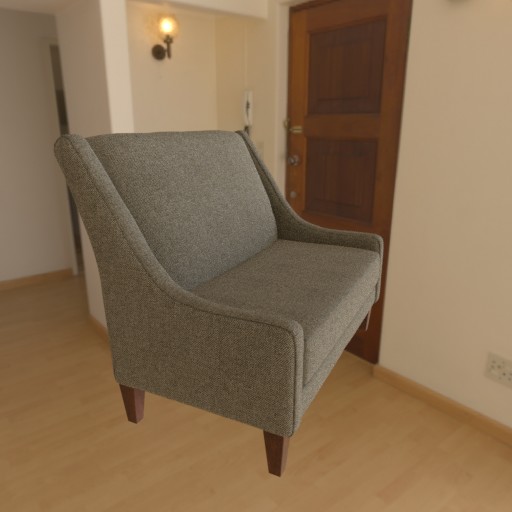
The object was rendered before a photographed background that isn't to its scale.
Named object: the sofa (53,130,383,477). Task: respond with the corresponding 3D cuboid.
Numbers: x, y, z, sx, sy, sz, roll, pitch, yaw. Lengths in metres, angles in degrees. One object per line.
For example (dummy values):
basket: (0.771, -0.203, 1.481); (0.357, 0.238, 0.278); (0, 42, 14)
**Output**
sofa: (0.000, 0.000, 1.888); (0.870, 1.021, 1.242); (8, 18, 25)
